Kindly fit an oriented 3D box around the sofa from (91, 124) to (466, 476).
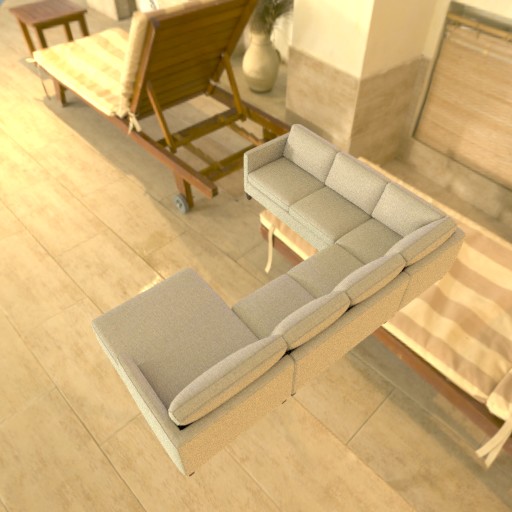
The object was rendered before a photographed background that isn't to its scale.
[{"bbox_3d":[0.000,0.000,4.531,3.403,0.889,2.551,-30,54,-25],"label":"sofa"}]
